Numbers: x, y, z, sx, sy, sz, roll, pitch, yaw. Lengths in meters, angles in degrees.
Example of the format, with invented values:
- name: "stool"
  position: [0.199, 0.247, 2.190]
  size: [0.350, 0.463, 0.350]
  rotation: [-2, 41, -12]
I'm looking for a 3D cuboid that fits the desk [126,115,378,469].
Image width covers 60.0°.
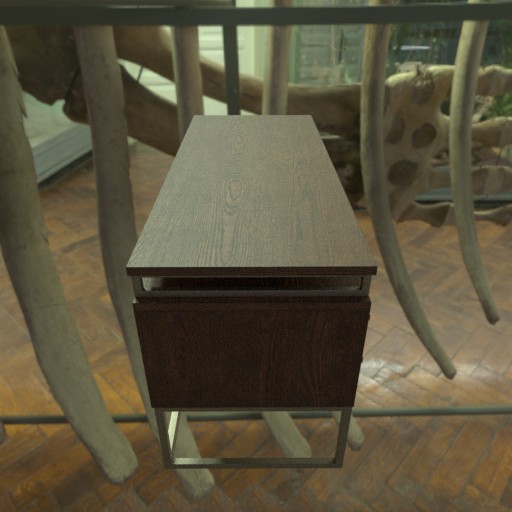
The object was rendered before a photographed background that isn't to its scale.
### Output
- name: "desk"
  position: [0.000, 0.000, 1.820]
  size: [0.610, 0.792, 1.384]
  rotation: [0, 32, 0]
